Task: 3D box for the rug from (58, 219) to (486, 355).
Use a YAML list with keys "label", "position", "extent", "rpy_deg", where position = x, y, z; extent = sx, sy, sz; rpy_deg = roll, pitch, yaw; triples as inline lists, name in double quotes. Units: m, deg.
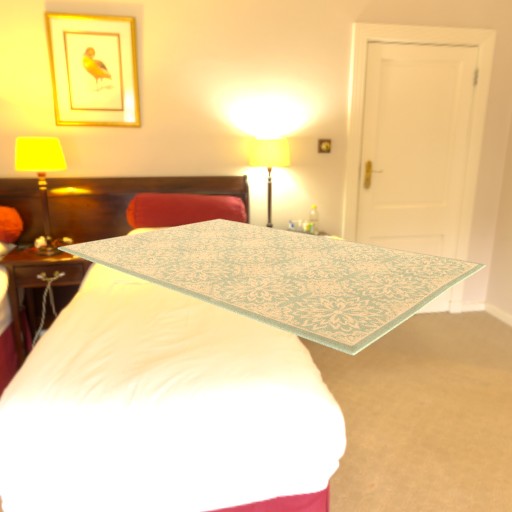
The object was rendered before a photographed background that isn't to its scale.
- label: "rug"
  position: [0.000, 0.000, 3.380]
  extent: [2.746, 0.018, 1.819]
  rpy_deg: [13, 20, 41]
